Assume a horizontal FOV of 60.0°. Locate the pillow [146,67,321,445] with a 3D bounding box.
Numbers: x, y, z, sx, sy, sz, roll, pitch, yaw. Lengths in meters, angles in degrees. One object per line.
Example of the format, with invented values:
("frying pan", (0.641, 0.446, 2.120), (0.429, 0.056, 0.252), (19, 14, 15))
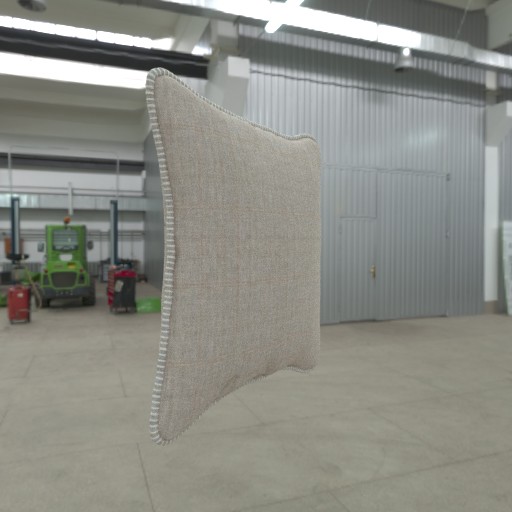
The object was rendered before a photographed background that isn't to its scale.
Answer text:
("pillow", (0.000, 0.000, 0.757), (0.124, 0.494, 0.485), (1, 2, 34))
